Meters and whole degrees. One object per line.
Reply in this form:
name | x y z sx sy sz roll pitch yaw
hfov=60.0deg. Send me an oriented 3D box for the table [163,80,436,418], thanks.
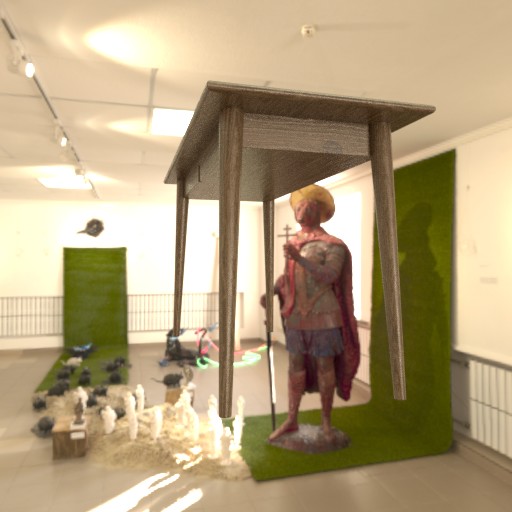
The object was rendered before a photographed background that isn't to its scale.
table | 0.000 0.000 1.690 0.599 0.780 1.300 0 0 -16
